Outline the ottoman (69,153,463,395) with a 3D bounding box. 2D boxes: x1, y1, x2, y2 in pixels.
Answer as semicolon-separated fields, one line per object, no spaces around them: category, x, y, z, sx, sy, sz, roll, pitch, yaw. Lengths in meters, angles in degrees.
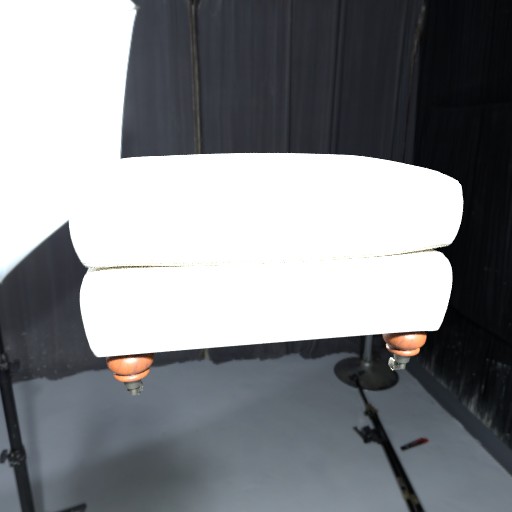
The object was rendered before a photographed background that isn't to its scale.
ottoman;0.000;0.000;1.121;0.773;0.499;0.569;-3;16;-10
